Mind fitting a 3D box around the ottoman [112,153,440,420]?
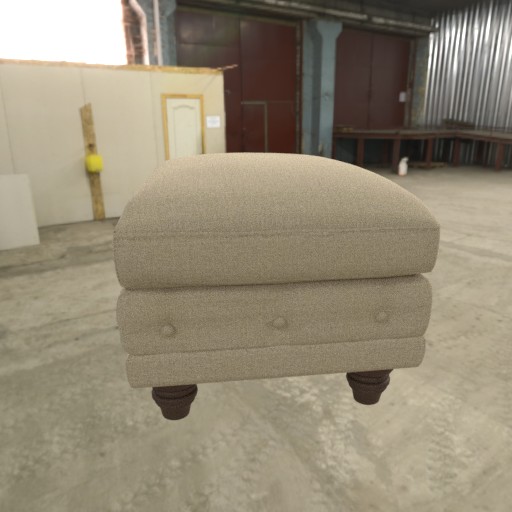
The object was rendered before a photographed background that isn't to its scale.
[{"bbox_3d":[0.000,0.000,1.042,0.541,0.463,0.684,-2,17,-7],"label":"ottoman"}]
